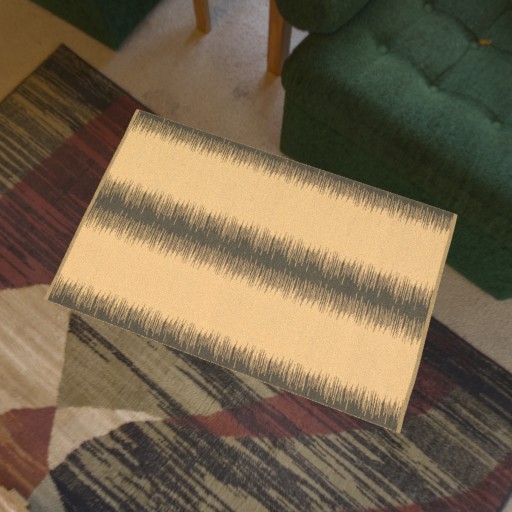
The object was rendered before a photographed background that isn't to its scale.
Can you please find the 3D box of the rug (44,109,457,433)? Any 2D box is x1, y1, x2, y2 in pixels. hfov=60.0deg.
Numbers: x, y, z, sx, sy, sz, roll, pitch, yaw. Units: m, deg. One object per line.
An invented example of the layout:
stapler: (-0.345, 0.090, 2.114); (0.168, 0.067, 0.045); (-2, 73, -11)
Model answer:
rug: (0.000, 0.000, 3.017); (2.453, 0.003, 1.519); (19, 76, 5)
